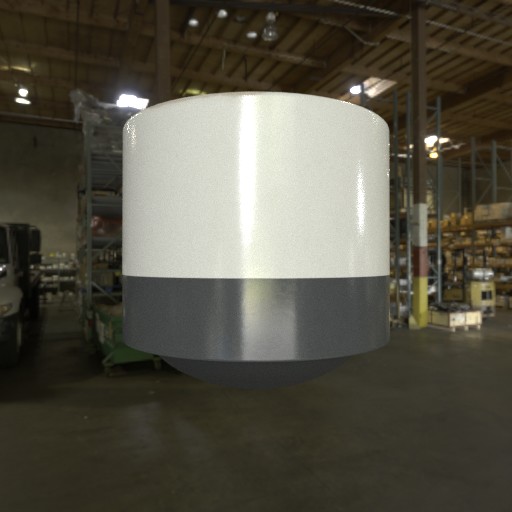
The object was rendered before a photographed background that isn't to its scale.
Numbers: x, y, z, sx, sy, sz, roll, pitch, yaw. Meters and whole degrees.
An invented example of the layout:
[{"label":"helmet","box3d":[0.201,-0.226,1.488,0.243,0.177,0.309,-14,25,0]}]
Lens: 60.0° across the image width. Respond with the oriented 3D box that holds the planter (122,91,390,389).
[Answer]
[{"label":"planter","box3d":[0.000,0.000,0.334,0.193,0.177,0.193,0,-1,0]}]
